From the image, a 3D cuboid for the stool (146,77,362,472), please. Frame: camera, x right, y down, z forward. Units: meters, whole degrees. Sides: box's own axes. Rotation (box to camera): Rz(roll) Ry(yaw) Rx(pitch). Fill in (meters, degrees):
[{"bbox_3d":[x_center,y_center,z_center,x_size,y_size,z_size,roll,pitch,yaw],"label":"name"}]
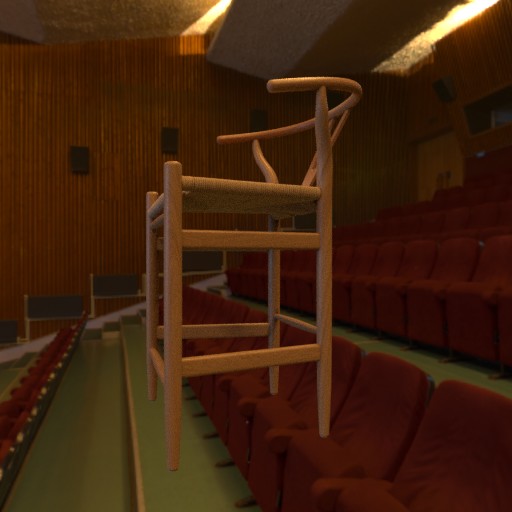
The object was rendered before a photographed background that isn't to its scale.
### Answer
[{"bbox_3d":[0.000,0.000,1.270,0.575,0.923,0.536,0,0,-18],"label":"stool"}]
